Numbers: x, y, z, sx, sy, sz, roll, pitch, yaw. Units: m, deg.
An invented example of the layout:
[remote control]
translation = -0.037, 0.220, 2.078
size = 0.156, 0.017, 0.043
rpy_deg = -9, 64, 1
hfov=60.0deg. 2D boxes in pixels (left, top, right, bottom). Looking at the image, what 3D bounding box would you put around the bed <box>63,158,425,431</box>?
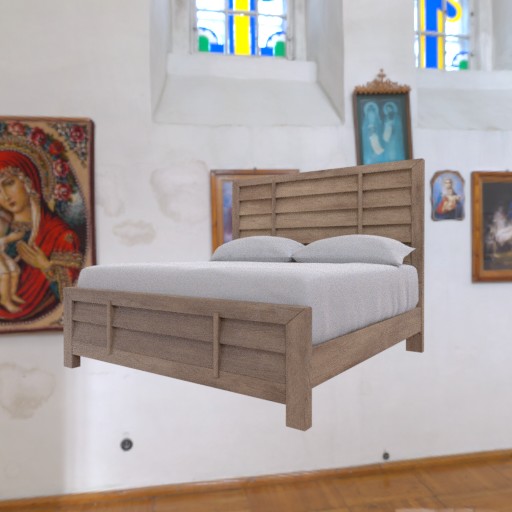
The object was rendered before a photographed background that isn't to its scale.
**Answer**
[bed]
translation = 0.000, 0.000, 3.503
size = 2.032, 1.626, 2.062
rpy_deg = 0, 1, 36
